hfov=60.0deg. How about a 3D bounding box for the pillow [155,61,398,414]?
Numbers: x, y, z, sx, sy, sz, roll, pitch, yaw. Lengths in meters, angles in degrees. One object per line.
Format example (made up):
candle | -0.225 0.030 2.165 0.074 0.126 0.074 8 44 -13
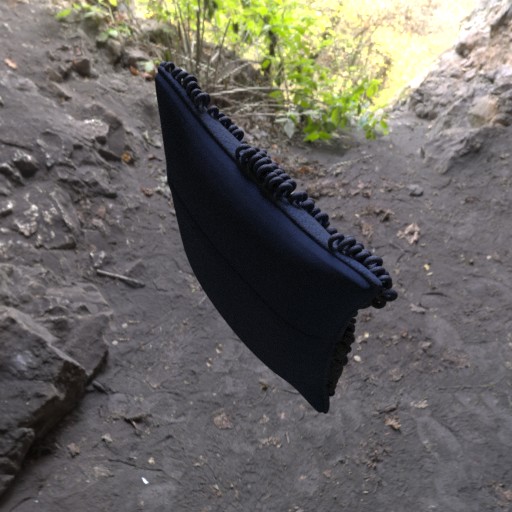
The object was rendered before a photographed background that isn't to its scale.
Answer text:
pillow | 0.000 0.000 0.723 0.172 0.466 0.469 -31 63 -18
